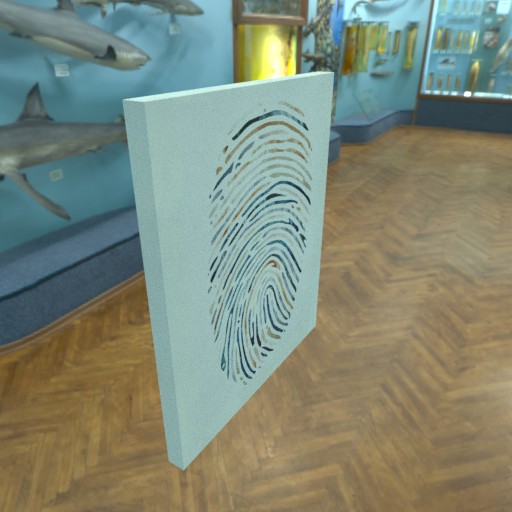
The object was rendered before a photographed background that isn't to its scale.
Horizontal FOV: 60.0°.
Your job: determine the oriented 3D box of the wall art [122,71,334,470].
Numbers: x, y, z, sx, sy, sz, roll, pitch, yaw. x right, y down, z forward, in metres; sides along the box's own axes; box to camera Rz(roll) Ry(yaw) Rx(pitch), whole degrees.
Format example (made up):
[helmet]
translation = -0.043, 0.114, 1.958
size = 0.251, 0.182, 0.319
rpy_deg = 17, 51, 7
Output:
[wall art]
translation = 0.000, 0.000, 0.827
size = 0.037, 0.606, 0.508
rpy_deg = 16, 31, 29
